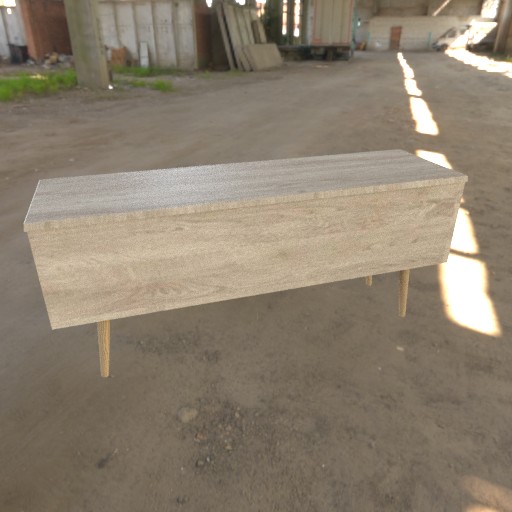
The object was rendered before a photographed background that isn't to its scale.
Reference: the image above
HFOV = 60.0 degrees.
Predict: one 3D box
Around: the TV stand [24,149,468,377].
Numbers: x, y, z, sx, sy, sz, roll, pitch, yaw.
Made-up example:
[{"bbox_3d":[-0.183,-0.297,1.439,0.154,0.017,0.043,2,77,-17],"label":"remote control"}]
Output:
[{"bbox_3d":[0.000,0.000,1.546,1.313,0.565,0.401,-8,28,-16],"label":"TV stand"}]
